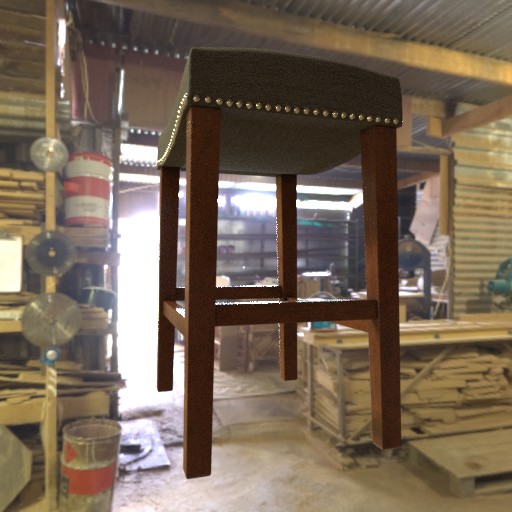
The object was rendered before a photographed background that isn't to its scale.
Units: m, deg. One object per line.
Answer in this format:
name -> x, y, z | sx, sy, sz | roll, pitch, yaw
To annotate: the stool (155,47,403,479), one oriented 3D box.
stool -> 0.000, 0.000, 0.925 | 0.372, 0.654, 0.504 | 0, -1, -18
